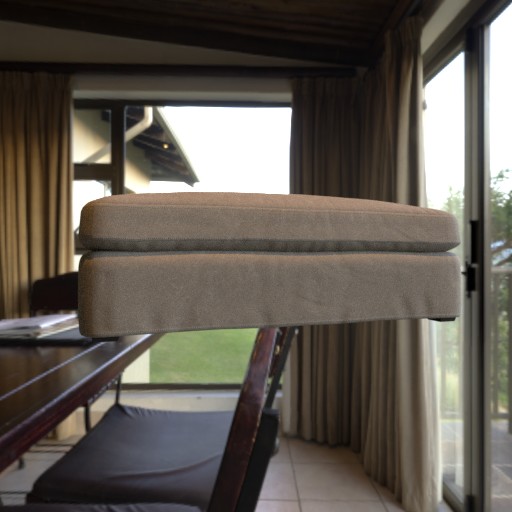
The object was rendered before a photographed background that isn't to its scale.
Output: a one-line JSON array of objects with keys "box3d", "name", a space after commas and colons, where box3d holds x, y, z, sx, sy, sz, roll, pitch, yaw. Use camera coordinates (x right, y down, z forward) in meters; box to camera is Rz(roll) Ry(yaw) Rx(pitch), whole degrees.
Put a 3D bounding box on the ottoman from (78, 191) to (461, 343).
[{"box3d": [0.000, 0.000, 1.649, 1.199, 0.429, 0.840, 0, 0, -19], "name": "ottoman"}]
